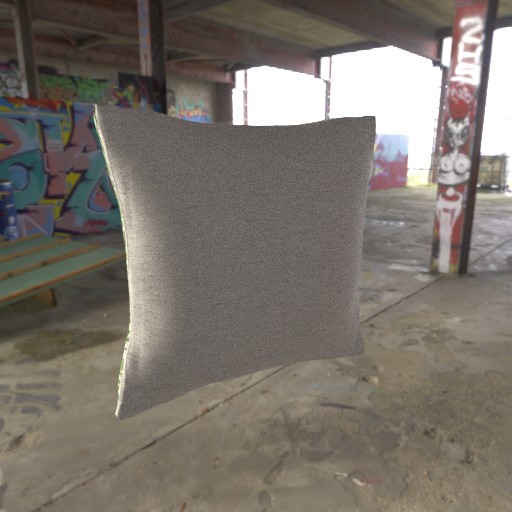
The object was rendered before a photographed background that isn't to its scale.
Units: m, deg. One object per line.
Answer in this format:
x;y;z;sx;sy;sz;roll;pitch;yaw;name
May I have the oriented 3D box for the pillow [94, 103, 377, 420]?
0.000;0.000;0.665;0.440;0.419;0.162;-7;16;-26;pillow
